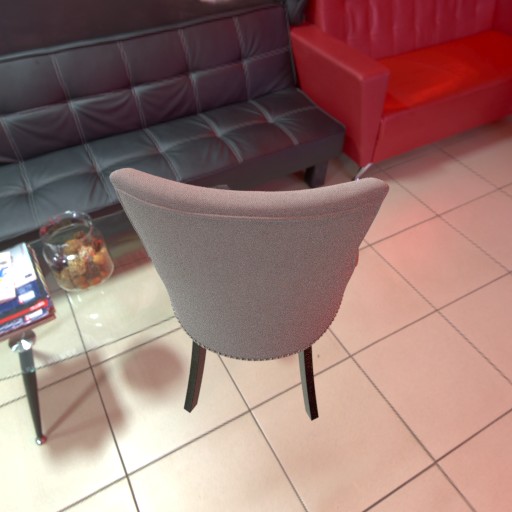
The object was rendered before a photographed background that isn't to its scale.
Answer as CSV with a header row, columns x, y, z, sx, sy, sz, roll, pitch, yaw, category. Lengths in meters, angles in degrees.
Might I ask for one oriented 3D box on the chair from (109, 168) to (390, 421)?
x,y,z,sx,sy,sz,roll,pitch,yaw,category
0.000,0.000,1.287,0.566,0.909,0.629,3,47,3,chair
